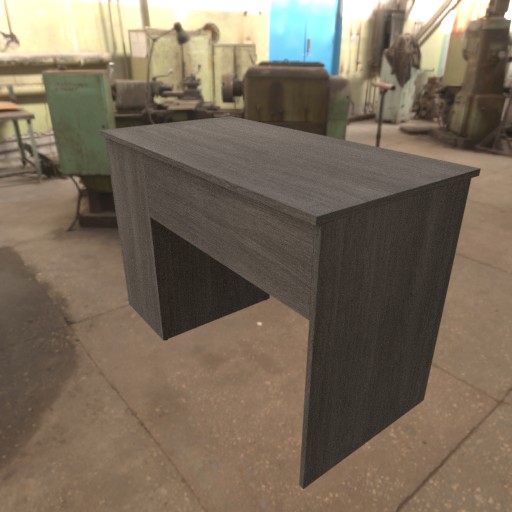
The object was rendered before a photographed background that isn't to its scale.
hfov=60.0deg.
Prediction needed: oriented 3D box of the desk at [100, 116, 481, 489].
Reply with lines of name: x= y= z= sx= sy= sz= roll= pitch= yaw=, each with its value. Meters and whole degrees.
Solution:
desk: x=0.000 y=0.000 z=1.493 sx=0.560 sy=0.735 sz=1.097 roll=-18 pitch=31 yaw=-33
